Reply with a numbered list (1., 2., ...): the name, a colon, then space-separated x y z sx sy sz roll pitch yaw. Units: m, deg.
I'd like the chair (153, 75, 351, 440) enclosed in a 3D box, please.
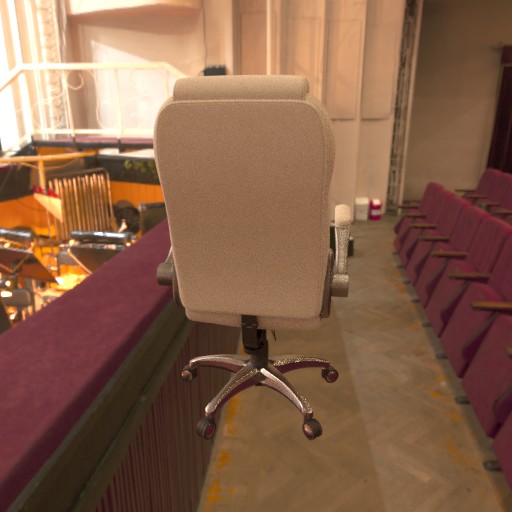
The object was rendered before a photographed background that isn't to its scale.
1. chair: 0.000 0.000 1.833 0.755 1.330 0.806 3 17 9
